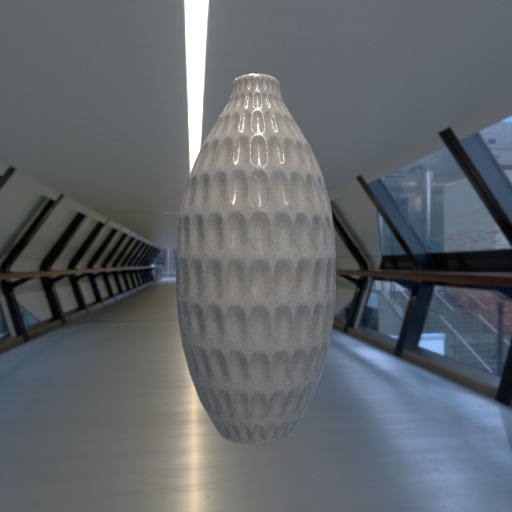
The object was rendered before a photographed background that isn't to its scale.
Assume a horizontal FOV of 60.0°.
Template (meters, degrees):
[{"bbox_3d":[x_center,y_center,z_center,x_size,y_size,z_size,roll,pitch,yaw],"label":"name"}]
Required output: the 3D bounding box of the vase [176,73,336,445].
[{"bbox_3d":[0.000,0.000,0.358,0.127,0.282,0.127,0,0,0],"label":"vase"}]
